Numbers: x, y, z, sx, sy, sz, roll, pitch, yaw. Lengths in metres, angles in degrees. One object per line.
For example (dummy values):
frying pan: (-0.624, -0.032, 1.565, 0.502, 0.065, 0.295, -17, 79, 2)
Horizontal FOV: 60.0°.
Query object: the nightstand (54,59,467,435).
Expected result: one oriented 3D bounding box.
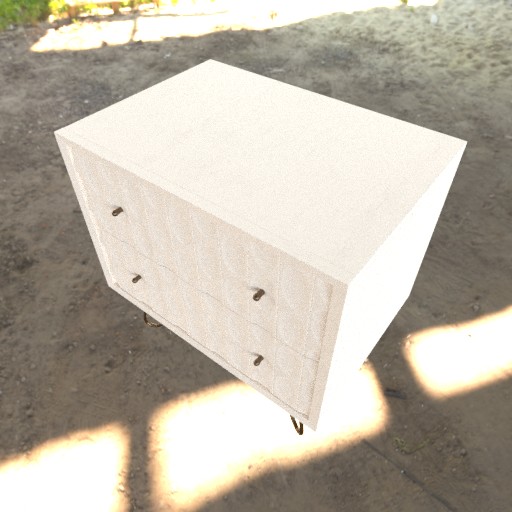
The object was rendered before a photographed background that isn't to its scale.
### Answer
nightstand: (0.000, 0.000, 1.014, 0.614, 0.604, 0.447, 29, 52, 26)
